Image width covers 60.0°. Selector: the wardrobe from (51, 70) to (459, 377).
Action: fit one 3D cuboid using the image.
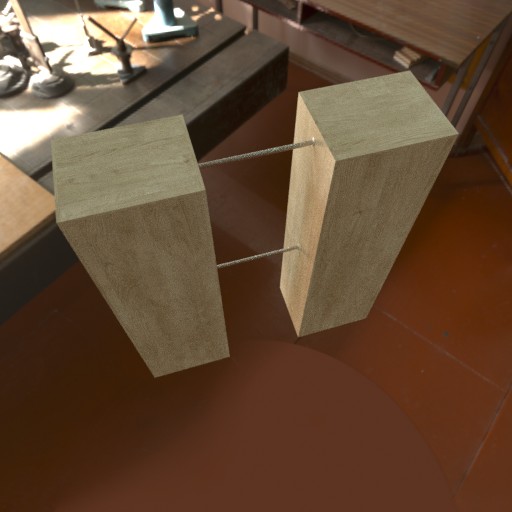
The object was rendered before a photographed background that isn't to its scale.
[{"bbox_3d":[0.000,0.000,2.836,1.770,2.000,0.480,-14,59,-9],"label":"wardrobe"}]
